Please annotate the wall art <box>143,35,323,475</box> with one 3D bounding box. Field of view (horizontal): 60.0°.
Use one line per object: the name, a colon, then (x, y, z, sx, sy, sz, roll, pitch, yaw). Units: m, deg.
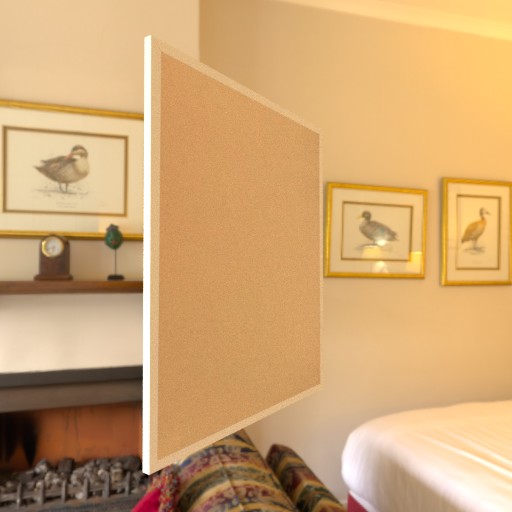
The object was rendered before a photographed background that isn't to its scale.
wall art: (0.000, 0.000, 0.760, 0.012, 0.557, 0.482, -1, -1, 35)
